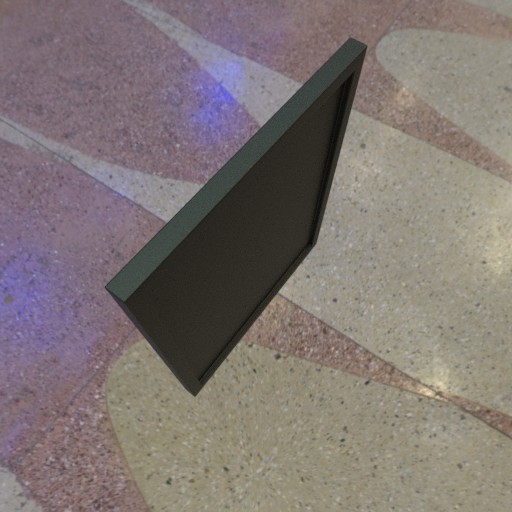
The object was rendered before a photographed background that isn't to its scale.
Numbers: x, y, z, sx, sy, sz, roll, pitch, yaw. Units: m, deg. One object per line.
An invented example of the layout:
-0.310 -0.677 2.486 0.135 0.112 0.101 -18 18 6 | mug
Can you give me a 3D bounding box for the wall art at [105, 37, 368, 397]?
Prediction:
0.000 0.000 0.761 0.028 0.559 0.457 34 68 16 | wall art
